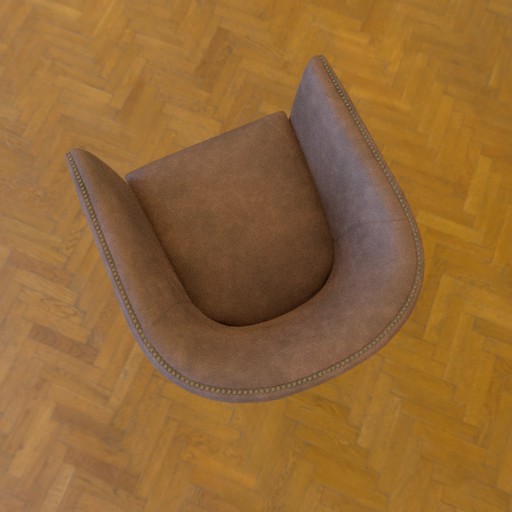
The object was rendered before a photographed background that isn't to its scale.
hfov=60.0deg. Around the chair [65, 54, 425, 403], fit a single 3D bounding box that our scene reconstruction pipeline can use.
[{"bbox_3d":[0.000,0.000,1.502,0.850,0.790,0.870,-23,77,-6],"label":"chair"}]
